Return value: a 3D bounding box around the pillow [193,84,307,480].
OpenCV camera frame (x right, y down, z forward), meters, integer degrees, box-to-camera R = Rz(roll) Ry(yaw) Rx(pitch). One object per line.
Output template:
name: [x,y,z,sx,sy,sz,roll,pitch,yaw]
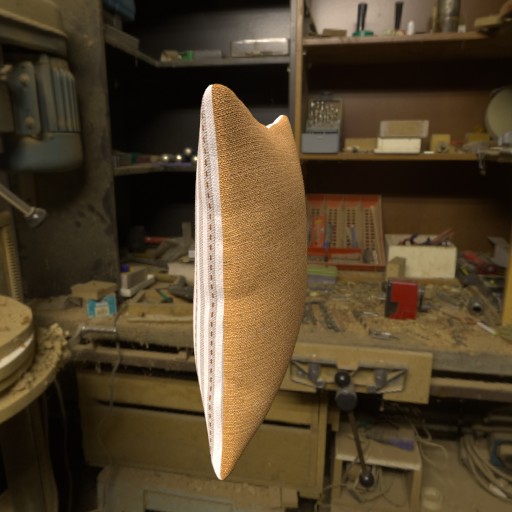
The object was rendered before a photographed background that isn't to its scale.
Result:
pillow: [0.000,0.000,0.667,0.147,0.437,0.432,3,15,11]
